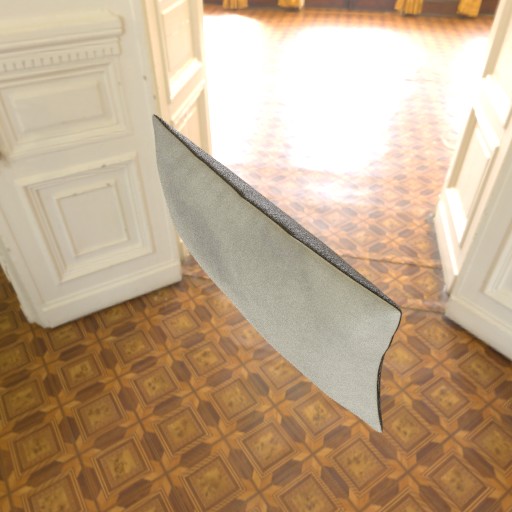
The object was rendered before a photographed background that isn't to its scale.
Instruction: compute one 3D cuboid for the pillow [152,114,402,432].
[{"bbox_3d":[0.000,0.000,0.753,0.156,0.305,0.608,-24,46,-25],"label":"pillow"}]
